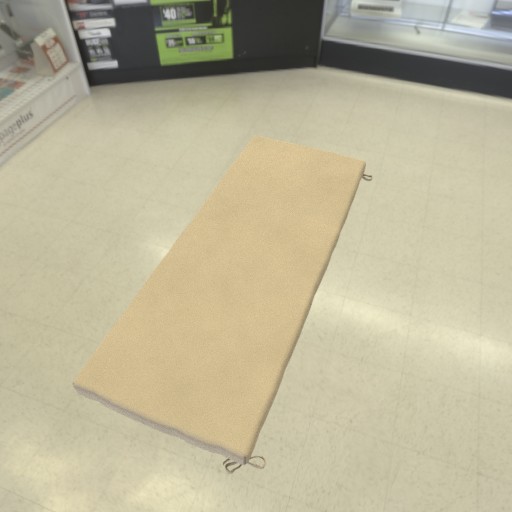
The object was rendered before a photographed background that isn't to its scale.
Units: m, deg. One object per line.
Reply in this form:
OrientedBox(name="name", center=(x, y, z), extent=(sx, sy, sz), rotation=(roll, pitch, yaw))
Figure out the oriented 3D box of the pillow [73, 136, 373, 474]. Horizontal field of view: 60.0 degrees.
OrientedBox(name="pillow", center=(0.000, 0.000, 1.361), extent=(0.492, 0.081, 1.187), rotation=(17, 50, 15))
